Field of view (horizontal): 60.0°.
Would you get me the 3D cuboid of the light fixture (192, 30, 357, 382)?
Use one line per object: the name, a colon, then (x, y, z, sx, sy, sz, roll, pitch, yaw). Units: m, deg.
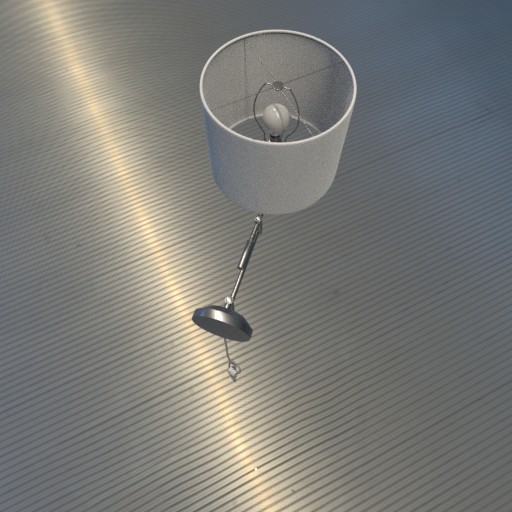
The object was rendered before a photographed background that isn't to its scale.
light fixture: (0.000, 0.000, 1.045, 0.253, 0.842, 0.479, 17, 65, 8)
